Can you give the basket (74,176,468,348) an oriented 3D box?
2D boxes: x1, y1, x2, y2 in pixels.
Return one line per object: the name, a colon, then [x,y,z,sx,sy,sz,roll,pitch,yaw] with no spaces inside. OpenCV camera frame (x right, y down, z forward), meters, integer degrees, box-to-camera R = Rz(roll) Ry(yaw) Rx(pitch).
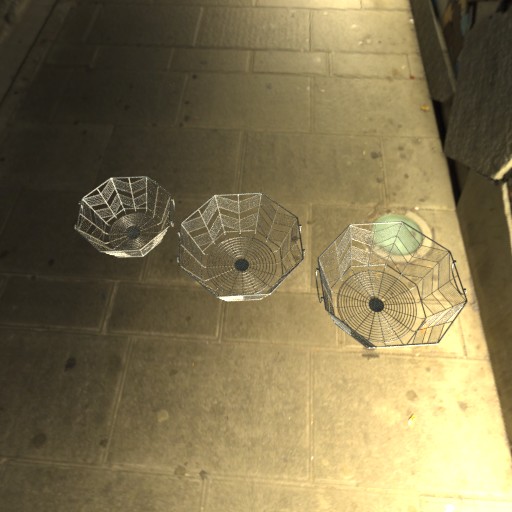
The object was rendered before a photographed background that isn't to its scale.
basket: [0.000,0.000,1.414,1.246,0.178,0.432,16,60,10]
